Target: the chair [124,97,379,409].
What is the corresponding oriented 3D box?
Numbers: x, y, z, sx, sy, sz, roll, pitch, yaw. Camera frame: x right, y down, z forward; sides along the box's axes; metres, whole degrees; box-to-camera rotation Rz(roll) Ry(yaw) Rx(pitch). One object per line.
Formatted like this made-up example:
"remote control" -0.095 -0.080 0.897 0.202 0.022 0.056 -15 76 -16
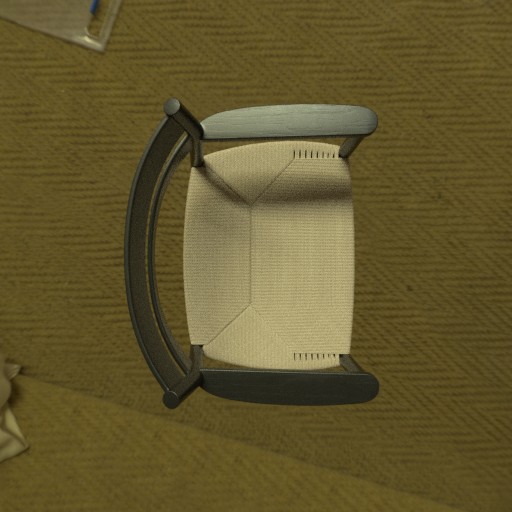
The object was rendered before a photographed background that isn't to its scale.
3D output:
"chair" 0.000 0.000 1.193 0.508 0.775 0.630 0 89 -1
